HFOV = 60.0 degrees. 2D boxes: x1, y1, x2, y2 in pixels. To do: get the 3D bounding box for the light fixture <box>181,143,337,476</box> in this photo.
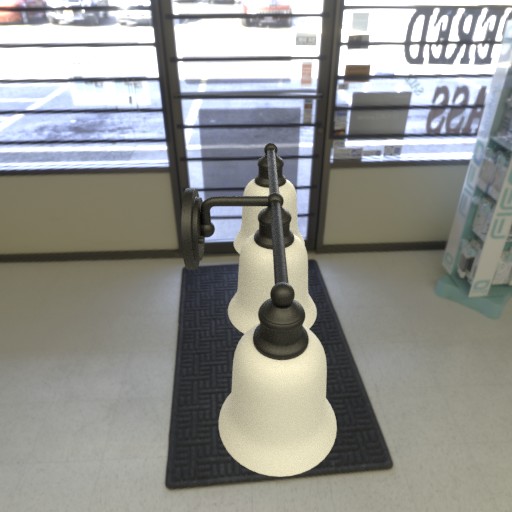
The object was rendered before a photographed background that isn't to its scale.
[{"bbox_3d":[0.000,0.000,0.669,0.198,0.211,0.570,0,33,0],"label":"light fixture"}]
